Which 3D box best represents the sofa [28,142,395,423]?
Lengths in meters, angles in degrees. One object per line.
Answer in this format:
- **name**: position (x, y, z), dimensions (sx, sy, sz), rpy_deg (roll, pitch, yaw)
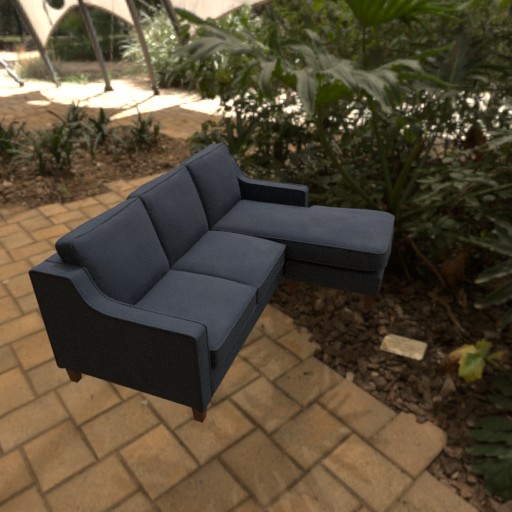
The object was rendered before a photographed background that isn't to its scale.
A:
- **sofa**: position (0.000, 0.000, 3.293), dimensions (1.858, 1.066, 2.317), rpy_deg (10, 31, 18)
